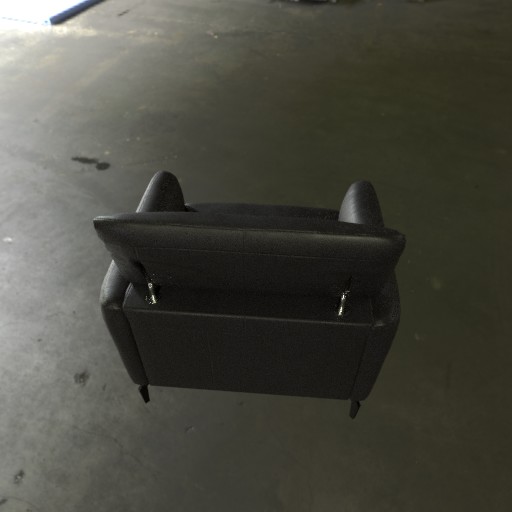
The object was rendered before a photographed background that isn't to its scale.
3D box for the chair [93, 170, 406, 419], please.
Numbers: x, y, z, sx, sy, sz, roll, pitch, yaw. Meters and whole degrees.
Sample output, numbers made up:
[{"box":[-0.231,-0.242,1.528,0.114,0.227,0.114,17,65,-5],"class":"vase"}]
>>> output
[{"box":[0.000,0.000,1.686,0.976,0.949,0.809,3,47,3],"class":"chair"}]
